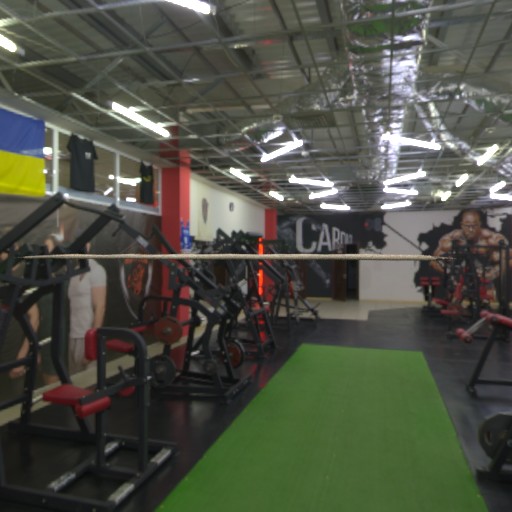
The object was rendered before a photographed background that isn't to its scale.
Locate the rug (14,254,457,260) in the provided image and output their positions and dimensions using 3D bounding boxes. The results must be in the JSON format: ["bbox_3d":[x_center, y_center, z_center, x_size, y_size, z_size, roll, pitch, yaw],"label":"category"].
[{"bbox_3d":[0.000,0.000,3.995,3.061,0.034,2.426,0,0,18],"label":"rug"}]
